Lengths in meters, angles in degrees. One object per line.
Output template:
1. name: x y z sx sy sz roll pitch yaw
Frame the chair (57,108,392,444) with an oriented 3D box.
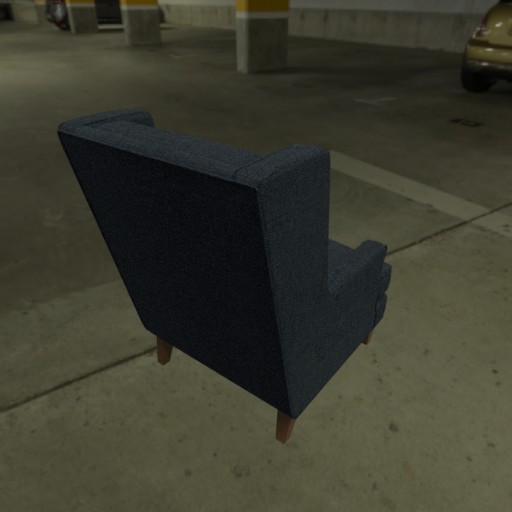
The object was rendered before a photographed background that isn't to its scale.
1. chair: 0.000 0.000 1.681 0.764 1.072 0.947 21 37 32
